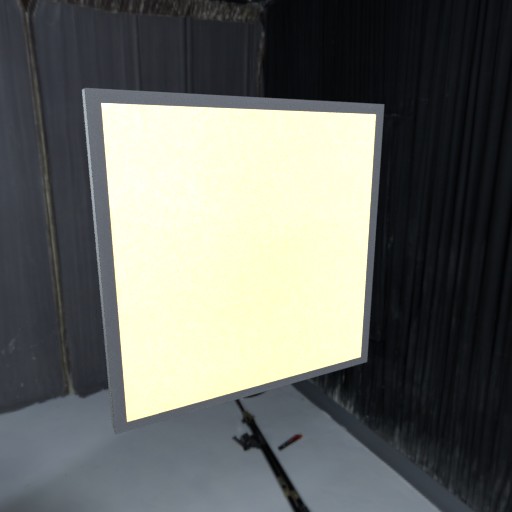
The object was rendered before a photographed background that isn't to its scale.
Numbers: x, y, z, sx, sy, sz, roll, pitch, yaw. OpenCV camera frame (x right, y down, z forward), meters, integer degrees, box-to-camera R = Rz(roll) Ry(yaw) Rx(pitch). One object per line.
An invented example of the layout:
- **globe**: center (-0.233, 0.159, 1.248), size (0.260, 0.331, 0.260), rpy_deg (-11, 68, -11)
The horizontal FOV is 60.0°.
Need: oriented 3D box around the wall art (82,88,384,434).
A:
- **wall art**: center (0.000, 0.000, 1.129), size (0.762, 0.760, 0.037), rpy_deg (-7, 16, -27)
